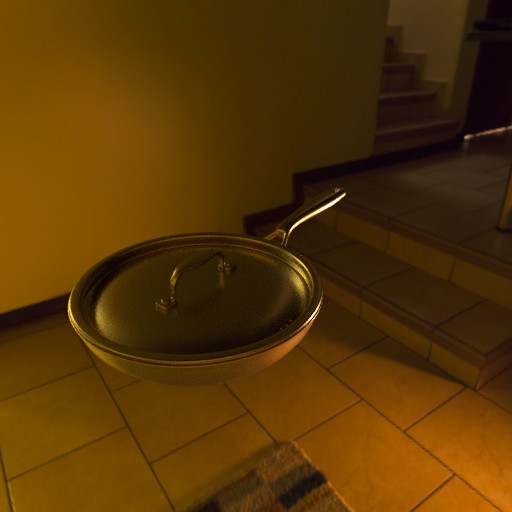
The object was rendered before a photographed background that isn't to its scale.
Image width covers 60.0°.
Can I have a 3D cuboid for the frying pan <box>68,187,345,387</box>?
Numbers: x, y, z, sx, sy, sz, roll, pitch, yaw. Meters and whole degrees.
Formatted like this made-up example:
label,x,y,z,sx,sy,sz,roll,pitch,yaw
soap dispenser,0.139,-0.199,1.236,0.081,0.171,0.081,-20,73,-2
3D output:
label,x,y,z,sx,sy,sz,roll,pitch,yaw
frying pan,0.000,0.000,0.575,0.272,0.086,0.490,18,32,31
